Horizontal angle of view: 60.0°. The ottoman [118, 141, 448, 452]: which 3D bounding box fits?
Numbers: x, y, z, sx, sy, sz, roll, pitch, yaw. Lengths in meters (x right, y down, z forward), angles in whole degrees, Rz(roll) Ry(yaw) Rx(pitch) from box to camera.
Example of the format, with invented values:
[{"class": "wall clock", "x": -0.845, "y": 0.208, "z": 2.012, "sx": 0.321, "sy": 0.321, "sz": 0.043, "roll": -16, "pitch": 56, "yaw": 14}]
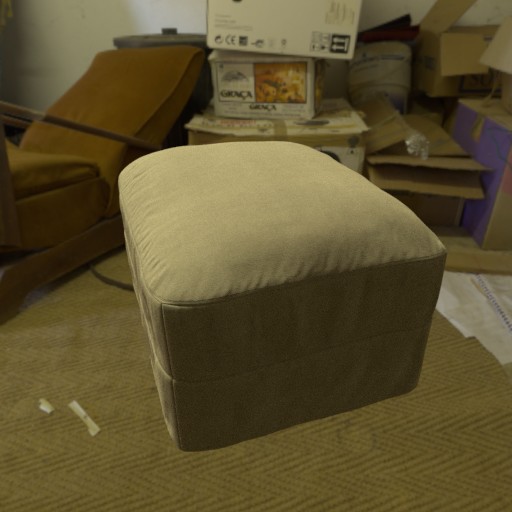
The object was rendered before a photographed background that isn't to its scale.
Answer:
[{"class": "ottoman", "x": 0.000, "y": 0.000, "z": 1.081, "sx": 0.584, "sy": 0.480, "sz": 0.712, "roll": -10, "pitch": 31, "yaw": -17}]
